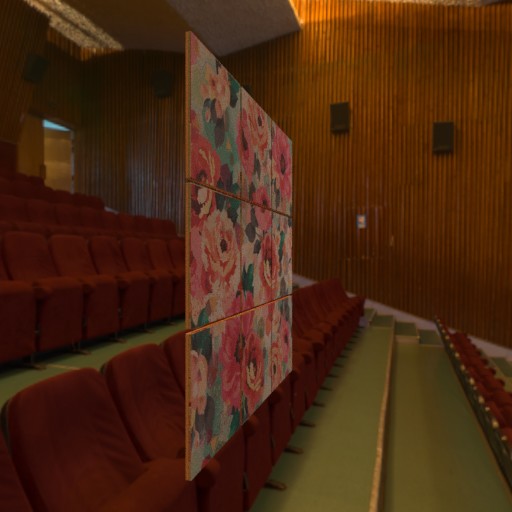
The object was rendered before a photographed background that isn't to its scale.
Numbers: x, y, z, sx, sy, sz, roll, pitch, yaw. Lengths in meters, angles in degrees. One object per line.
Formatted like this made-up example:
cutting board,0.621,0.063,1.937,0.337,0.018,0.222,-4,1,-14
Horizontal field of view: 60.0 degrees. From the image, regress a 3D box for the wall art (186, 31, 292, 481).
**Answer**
wall art,0.000,0.000,1.332,0.012,0.910,0.911,0,0,18
